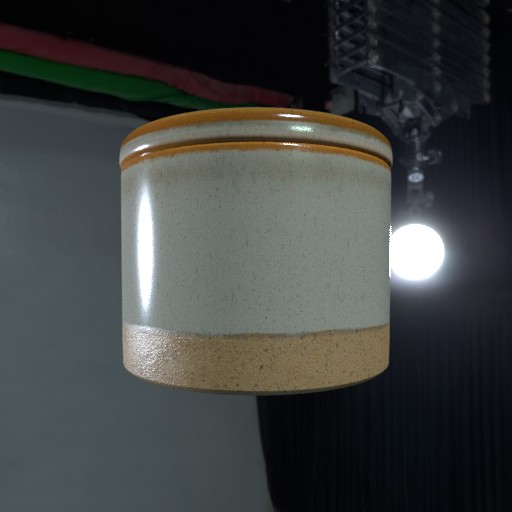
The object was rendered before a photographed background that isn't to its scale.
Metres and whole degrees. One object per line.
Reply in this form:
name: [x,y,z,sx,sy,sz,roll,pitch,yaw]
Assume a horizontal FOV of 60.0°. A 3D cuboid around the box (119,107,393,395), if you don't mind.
box: [0.000,0.000,0.208,0.123,0.100,0.123,0,-1,0]
